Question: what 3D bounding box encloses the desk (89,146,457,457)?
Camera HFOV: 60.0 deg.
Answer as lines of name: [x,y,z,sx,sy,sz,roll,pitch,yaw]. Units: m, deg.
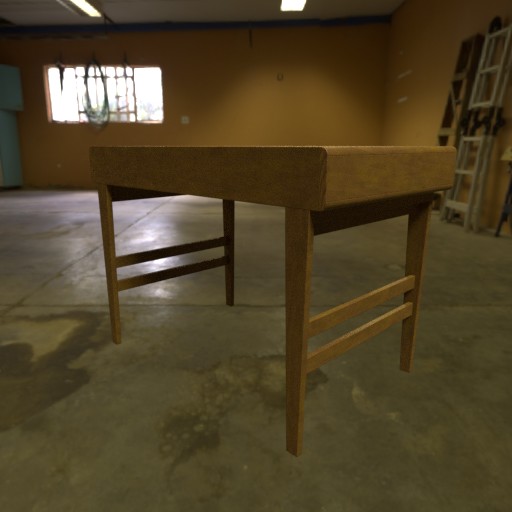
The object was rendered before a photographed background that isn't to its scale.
desk: [0.000,0.000,1.569,1.066,0.754,0.660,14,19,43]
